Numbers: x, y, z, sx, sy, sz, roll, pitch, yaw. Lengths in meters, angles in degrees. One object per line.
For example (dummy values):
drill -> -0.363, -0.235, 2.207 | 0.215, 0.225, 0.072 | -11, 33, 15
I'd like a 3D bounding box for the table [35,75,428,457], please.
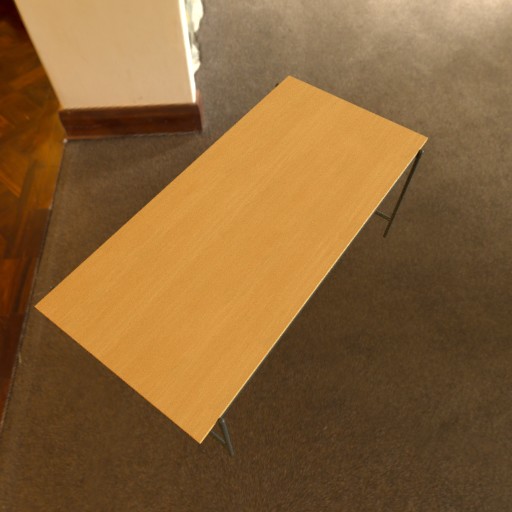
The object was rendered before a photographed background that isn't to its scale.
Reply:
table -> 0.000, 0.000, 2.326 | 0.900, 0.758, 1.800 | 32, 63, 18
